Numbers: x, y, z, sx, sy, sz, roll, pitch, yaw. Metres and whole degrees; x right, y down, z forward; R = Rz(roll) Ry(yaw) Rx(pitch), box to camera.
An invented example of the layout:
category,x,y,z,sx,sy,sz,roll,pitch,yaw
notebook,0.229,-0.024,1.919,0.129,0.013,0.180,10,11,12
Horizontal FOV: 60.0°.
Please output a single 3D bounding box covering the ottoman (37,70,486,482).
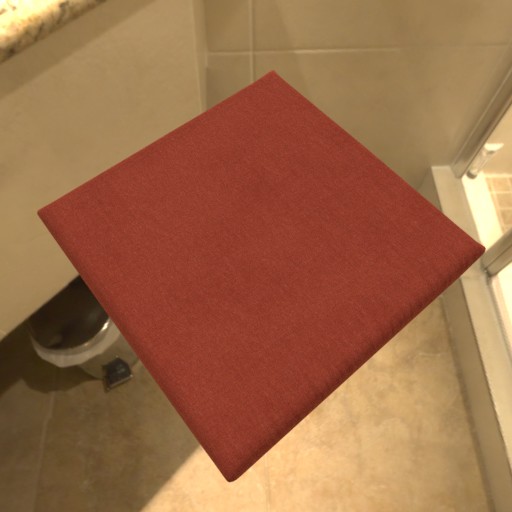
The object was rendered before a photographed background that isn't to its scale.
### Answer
category,x,y,z,sx,sy,sz,roll,pitch,yaw
ottoman,0.000,0.000,1.364,0.889,0.411,0.890,-36,69,-17
